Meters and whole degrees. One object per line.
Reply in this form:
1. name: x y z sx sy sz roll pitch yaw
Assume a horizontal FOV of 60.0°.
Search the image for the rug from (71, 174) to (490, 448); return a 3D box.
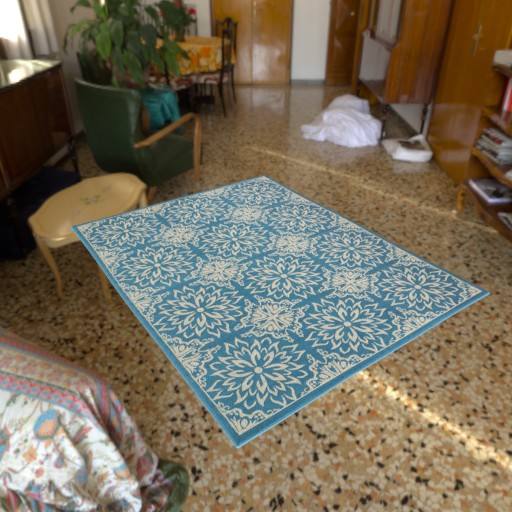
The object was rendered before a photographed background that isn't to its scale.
1. rug: 0.000 0.000 3.881 2.350 0.018 2.964 -21 38 -29
